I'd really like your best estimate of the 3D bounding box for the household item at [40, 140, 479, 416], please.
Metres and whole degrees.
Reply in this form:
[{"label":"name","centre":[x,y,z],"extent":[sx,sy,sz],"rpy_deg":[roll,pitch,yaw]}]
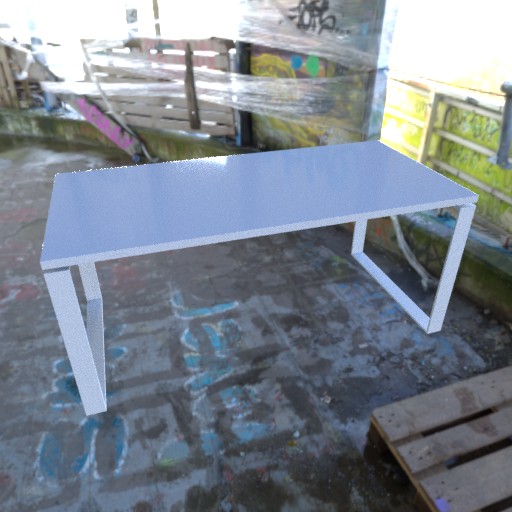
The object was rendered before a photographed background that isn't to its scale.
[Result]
[{"label":"household item","centre":[0.000,0.000,2.150],"extent":[1.700,0.745,0.800],"rpy_deg":[-10,33,-15]}]
